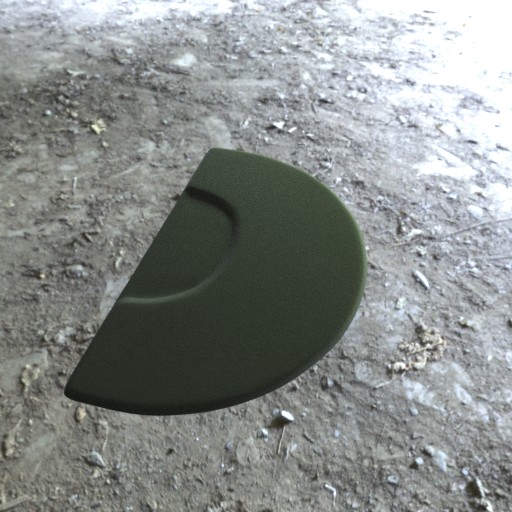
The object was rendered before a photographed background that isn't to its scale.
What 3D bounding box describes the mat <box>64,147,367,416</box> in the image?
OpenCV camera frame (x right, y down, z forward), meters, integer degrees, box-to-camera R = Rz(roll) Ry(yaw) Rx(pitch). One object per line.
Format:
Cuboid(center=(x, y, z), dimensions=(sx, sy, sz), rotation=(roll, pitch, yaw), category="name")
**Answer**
Cuboid(center=(0.000, 0.000, 1.851), dimensions=(0.917, 0.022, 1.525), rotation=(10, 46, 10), category="mat")
